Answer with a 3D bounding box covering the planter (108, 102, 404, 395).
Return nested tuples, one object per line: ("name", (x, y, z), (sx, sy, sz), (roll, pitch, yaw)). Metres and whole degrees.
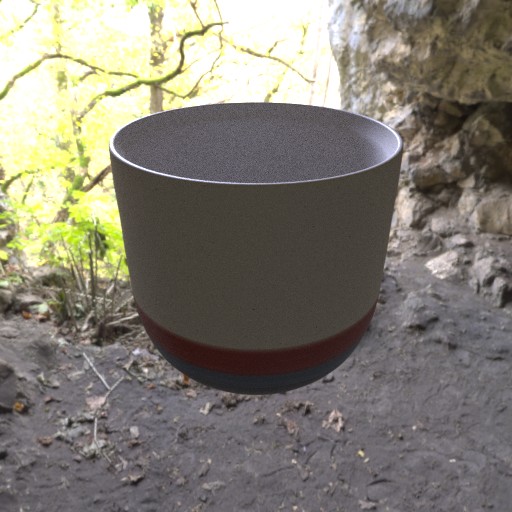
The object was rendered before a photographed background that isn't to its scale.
("planter", (0.000, 0.000, 0.483), (0.268, 0.270, 0.268), (0, 31, 0))
